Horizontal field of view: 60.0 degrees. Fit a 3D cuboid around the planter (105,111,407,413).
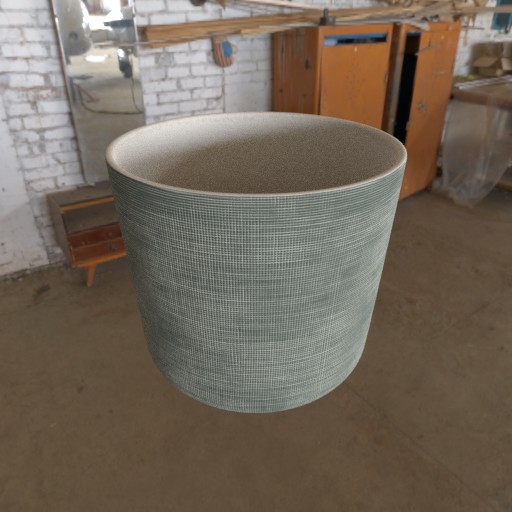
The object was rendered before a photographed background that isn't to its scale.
[{"bbox_3d":[0.000,0.000,0.770,0.440,0.398,0.440,0,30,0],"label":"planter"}]
